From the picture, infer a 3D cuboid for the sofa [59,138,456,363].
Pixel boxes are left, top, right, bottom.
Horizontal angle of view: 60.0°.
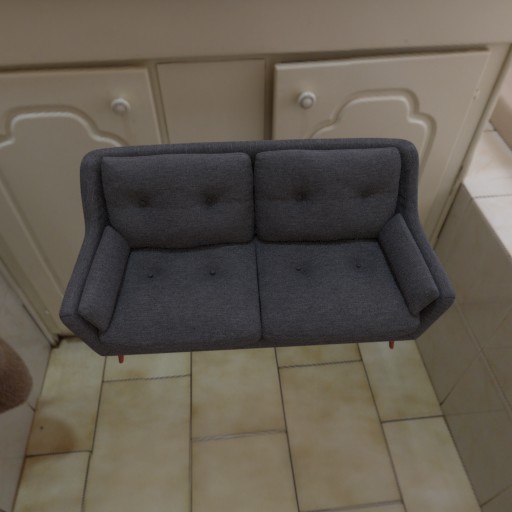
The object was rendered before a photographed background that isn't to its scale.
[{"bbox_3d":[0.000,0.000,2.476,1.929,0.896,0.975,-3,48,-2],"label":"sofa"}]
